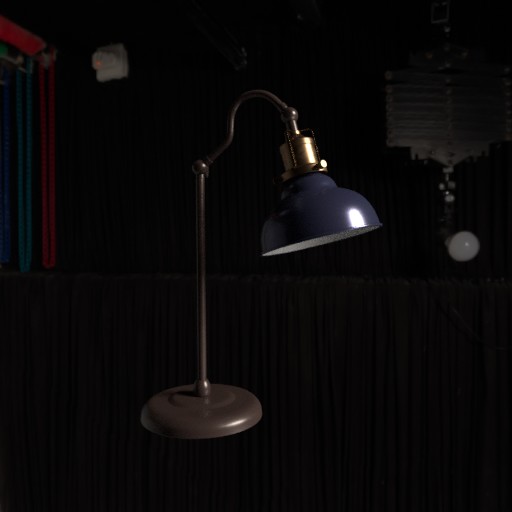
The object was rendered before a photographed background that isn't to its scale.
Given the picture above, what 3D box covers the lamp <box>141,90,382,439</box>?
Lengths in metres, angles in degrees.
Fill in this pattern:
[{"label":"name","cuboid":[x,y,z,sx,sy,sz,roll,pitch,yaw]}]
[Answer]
[{"label":"lamp","cuboid":[0.000,0.000,0.682,0.374,0.508,0.192,0,1,18]}]
